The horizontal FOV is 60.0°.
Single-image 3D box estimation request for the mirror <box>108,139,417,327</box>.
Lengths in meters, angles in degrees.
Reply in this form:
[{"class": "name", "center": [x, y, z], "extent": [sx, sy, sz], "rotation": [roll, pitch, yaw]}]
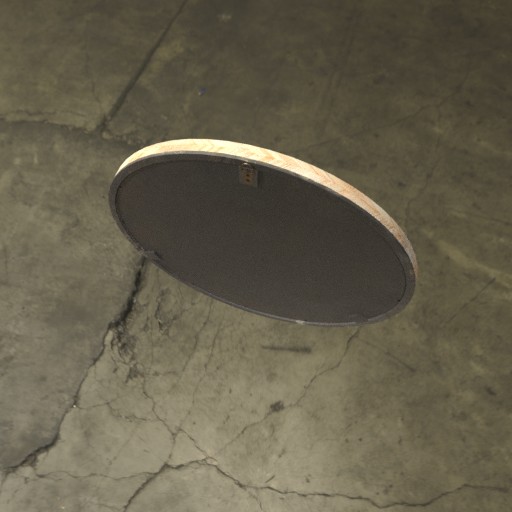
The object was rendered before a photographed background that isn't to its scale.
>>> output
[{"class": "mirror", "center": [0.000, 0.000, 1.035], "extent": [0.710, 0.710, 0.038], "rotation": [16, 64, 8]}]
